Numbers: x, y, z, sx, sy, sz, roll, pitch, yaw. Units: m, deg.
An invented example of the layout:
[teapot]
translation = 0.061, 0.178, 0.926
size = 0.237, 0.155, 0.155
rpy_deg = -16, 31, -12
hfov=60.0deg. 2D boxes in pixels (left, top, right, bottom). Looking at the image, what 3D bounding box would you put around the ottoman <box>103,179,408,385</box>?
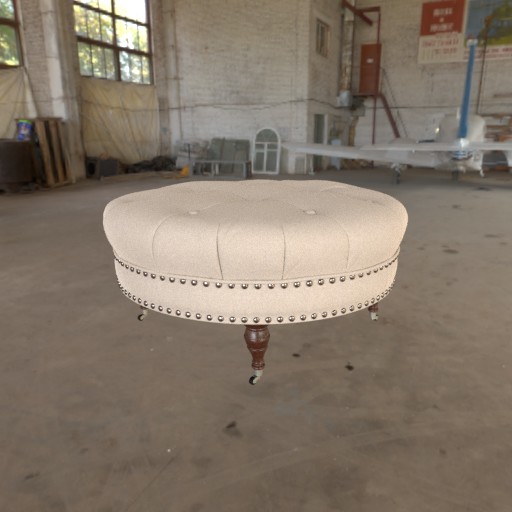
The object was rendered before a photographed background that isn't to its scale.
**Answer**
[ottoman]
translation = 0.000, 0.000, 1.401
size = 0.901, 0.439, 0.901
rpy_deg = 0, 15, 0
